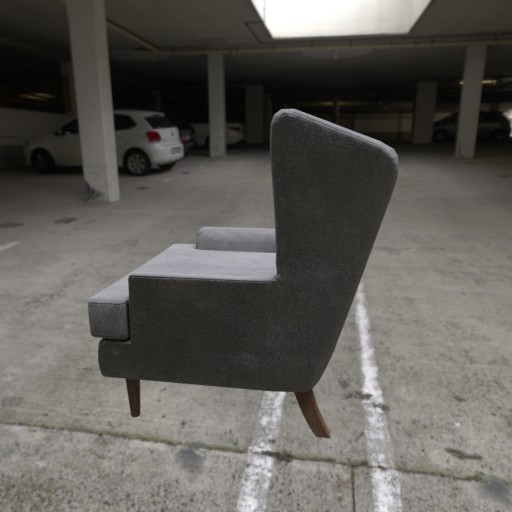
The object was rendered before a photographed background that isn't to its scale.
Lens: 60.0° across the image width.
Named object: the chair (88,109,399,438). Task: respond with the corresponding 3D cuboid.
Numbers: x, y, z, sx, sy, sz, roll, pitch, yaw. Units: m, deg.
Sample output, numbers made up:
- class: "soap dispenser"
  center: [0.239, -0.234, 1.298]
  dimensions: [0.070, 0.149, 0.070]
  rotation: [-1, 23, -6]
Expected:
- class: "chair"
  center: [0.000, 0.000, 1.590]
  dimensions: [0.906, 0.950, 0.784]
  rotation: [2, 15, 9]
